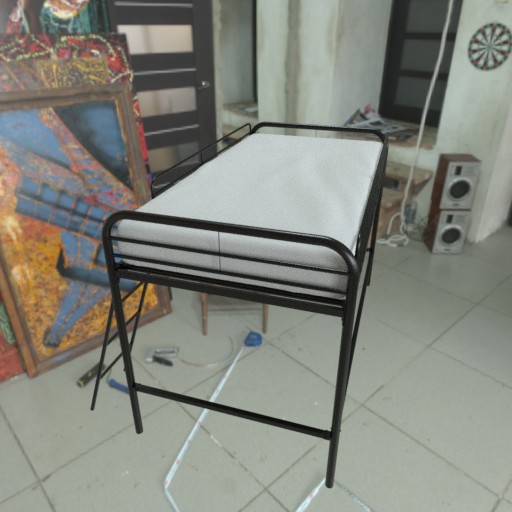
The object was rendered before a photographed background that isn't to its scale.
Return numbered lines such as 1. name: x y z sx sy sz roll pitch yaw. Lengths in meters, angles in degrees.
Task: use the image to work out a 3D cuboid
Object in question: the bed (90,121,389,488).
1. bed: 0.000 0.000 2.809 1.393 1.289 1.968 8 29 16
